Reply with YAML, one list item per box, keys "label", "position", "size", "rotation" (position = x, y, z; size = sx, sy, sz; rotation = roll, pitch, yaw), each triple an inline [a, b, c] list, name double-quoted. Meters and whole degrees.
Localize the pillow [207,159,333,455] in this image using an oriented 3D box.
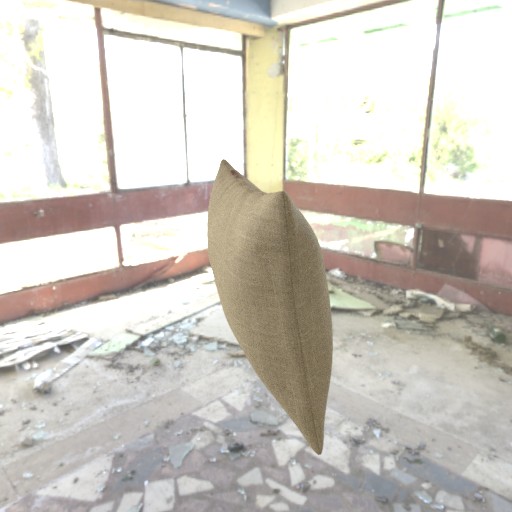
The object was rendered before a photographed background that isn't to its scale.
- label: "pillow"
  position: [0.000, 0.000, 0.723]
  size: [0.155, 0.282, 0.612]
  rotation: [-2, 15, -9]
